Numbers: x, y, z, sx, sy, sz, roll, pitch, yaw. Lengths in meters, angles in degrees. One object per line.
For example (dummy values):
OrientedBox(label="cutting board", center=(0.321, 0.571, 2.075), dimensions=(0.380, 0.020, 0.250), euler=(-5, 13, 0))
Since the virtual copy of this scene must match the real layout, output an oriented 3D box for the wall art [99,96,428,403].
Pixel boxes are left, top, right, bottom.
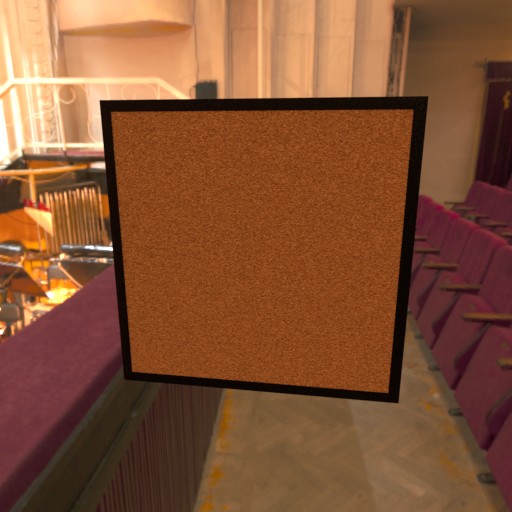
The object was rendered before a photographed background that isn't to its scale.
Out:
OrientedBox(label="wall art", center=(0.000, 0.000, 1.126), dimensions=(0.756, 0.755, 0.036), euler=(2, 16, 9))
